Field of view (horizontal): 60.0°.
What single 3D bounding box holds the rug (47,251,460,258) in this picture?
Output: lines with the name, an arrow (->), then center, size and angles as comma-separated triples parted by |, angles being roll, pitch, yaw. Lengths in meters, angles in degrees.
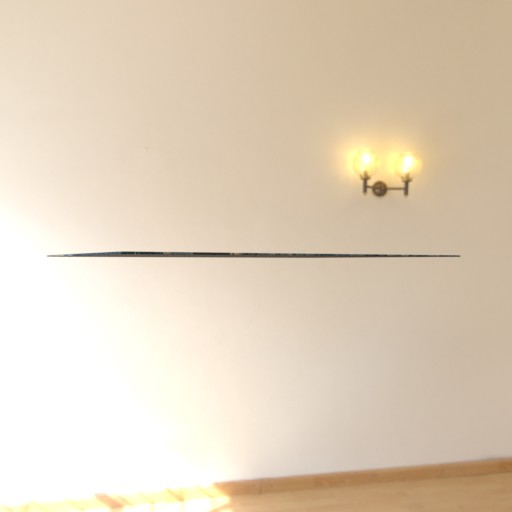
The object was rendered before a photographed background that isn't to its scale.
rug -> 0.000, 0.000, 2.343 | 1.836, 0.009, 1.232 | 0, -1, -35
